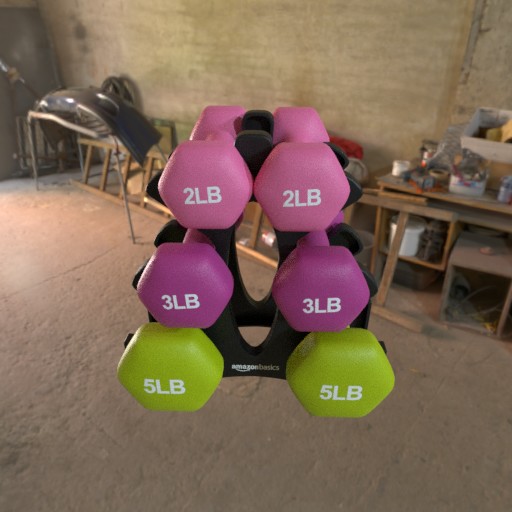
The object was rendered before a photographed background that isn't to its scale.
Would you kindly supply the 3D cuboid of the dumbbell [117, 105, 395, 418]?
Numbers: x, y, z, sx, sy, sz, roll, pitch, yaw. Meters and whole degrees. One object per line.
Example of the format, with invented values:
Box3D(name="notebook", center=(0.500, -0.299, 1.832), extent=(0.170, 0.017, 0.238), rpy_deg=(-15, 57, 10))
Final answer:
Box3D(name="dumbbell", center=(0.000, 0.000, 0.437), extent=(0.257, 0.261, 0.203), rpy_deg=(1, 29, 2))
